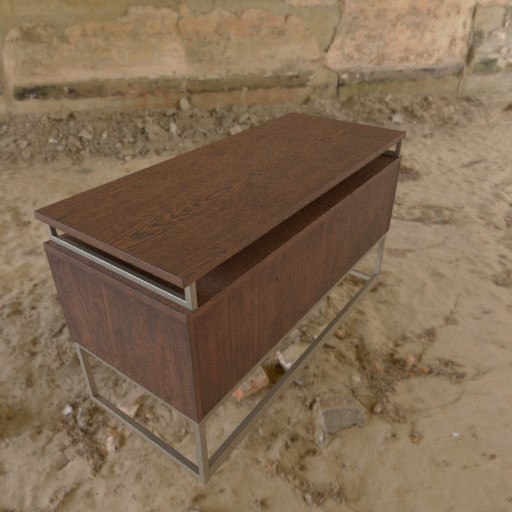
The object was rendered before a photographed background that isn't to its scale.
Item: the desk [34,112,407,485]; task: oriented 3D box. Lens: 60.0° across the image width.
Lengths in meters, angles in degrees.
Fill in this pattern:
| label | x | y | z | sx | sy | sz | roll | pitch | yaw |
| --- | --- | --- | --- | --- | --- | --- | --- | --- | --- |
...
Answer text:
| label | x | y | z | sx | sy | sz | roll | pitch | yaw |
| --- | --- | --- | --- | --- | --- | --- | --- | --- | --- |
| desk | 0.000 | 0.000 | 1.802 | 0.610 | 0.792 | 1.384 | 21 | 37 | 30 |
